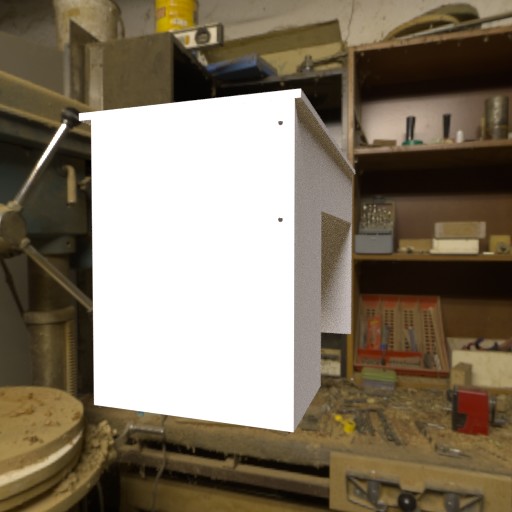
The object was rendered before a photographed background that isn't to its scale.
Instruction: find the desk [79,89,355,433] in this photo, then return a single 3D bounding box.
[{"bbox_3d":[0.000,0.000,1.537,0.560,0.730,1.096,1,2,18],"label":"desk"}]
